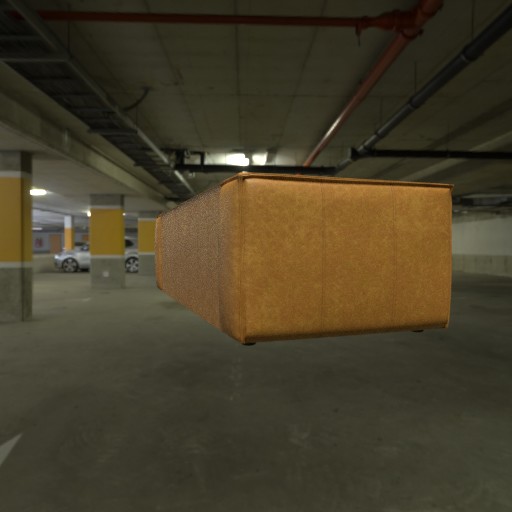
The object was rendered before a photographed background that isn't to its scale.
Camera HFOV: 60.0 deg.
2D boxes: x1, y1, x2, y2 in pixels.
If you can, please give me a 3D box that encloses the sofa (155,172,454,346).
[{"bbox_3d":[0.000,0.000,3.053,1.102,0.701,2.581,0,1,-20],"label":"sofa"}]
